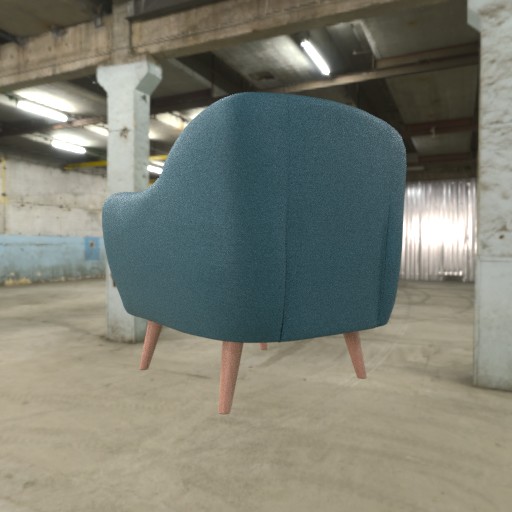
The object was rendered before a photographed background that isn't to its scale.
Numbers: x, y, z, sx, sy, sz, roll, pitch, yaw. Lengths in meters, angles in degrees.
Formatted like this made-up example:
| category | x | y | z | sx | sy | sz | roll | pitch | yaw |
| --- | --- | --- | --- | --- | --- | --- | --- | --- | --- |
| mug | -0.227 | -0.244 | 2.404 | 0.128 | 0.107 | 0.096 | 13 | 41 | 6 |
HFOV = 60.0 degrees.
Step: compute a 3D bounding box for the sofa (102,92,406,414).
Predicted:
| category | x | y | z | sx | sy | sz | roll | pitch | yaw |
| --- | --- | --- | --- | --- | --- | --- | --- | --- | --- |
| sofa | 0.000 | 0.000 | 1.508 | 0.836 | 0.817 | 0.825 | 0 | 1 | -36 |
